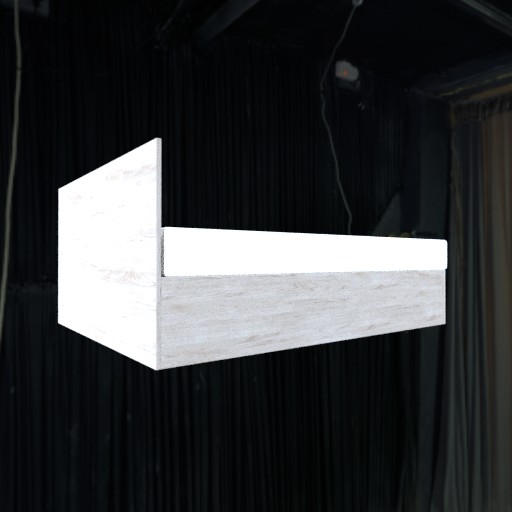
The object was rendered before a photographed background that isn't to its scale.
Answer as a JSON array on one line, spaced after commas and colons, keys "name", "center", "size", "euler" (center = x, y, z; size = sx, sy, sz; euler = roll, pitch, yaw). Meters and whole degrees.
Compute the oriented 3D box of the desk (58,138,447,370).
[{"name": "desk", "center": [0.000, 0.000, 2.655], "size": [1.900, 0.800, 1.400], "euler": [0, 0, -37]}]
